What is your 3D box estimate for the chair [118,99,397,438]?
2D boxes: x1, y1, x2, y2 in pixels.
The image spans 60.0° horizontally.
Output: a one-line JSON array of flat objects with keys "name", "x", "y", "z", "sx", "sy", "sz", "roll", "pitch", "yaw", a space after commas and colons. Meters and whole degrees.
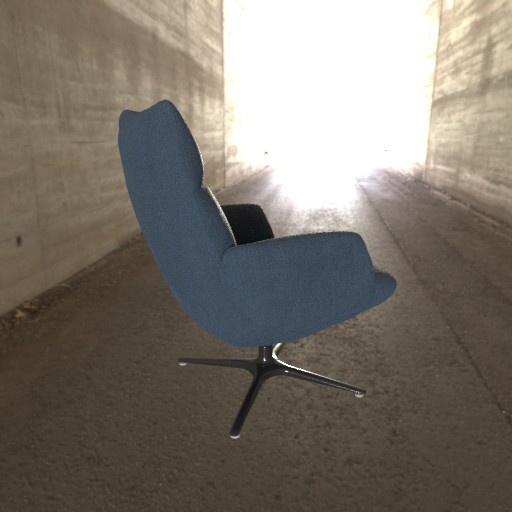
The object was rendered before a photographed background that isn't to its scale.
[{"name": "chair", "x": 0.000, "y": 0.000, "z": 1.610, "sx": 0.889, "sy": 1.016, "sz": 0.711, "roll": -8, "pitch": 17, "yaw": -26}]
